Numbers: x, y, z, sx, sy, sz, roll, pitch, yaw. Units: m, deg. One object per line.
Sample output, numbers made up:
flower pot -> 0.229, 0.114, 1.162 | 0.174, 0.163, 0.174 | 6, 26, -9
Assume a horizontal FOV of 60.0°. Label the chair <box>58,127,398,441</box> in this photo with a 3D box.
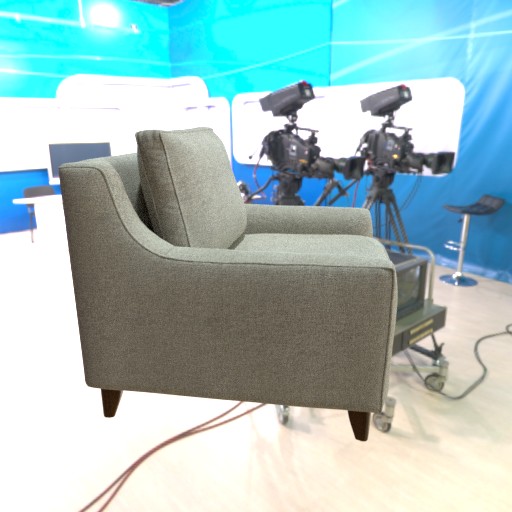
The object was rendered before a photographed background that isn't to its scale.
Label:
chair -> 0.000, 0.000, 1.554 | 0.918, 0.864, 0.838 | 3, 17, 9
